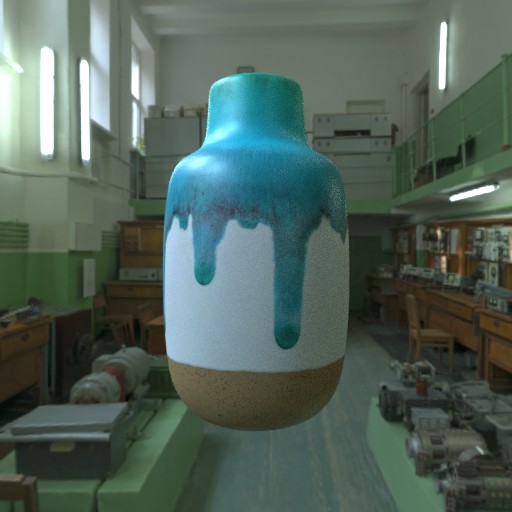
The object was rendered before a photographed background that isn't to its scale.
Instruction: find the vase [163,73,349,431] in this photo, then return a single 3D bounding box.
[{"bbox_3d":[0.000,0.000,0.257,0.106,0.192,0.106,0,1,0],"label":"vase"}]
